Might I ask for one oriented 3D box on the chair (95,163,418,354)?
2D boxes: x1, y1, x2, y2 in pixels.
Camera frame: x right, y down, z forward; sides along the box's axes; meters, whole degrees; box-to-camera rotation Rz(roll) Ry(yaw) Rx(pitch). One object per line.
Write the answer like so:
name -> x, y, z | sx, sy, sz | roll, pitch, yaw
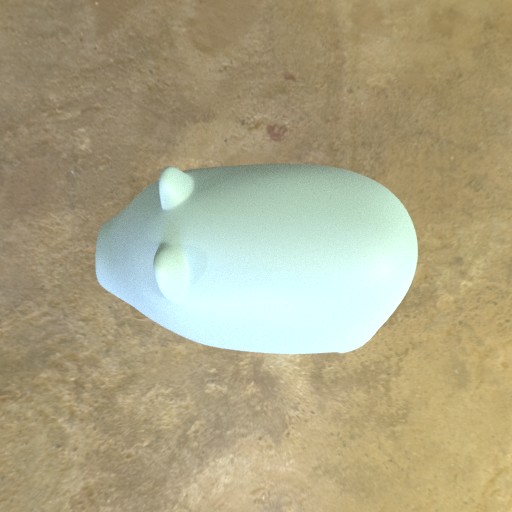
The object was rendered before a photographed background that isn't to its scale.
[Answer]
chair -> 0.000, 0.000, 0.862 | 0.619, 0.423, 0.364 | 1, 76, 0
